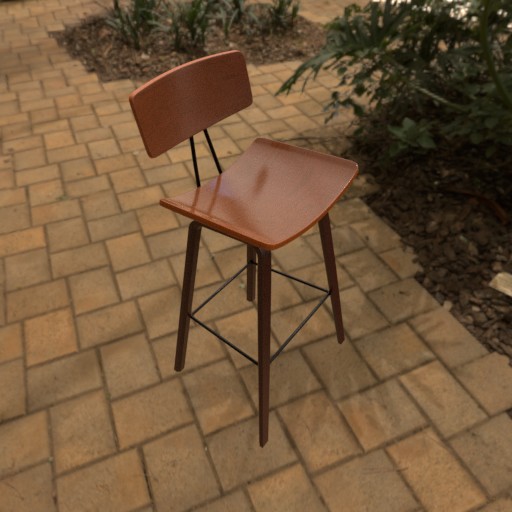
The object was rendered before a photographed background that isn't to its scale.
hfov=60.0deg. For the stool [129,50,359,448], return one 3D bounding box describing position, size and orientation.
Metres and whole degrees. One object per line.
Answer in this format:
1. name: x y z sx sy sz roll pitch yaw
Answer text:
1. stool: 0.000 0.000 1.267 0.440 0.969 0.509 27 49 27
